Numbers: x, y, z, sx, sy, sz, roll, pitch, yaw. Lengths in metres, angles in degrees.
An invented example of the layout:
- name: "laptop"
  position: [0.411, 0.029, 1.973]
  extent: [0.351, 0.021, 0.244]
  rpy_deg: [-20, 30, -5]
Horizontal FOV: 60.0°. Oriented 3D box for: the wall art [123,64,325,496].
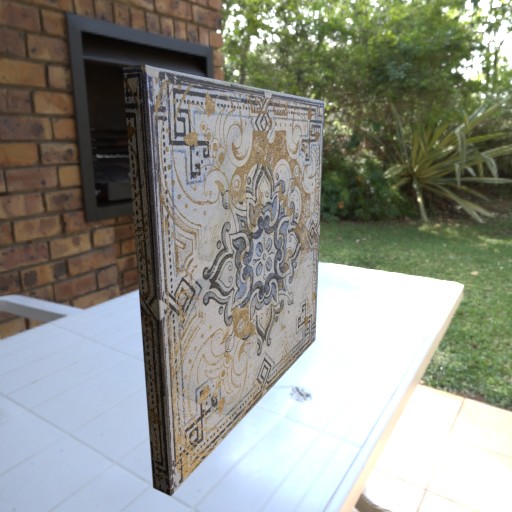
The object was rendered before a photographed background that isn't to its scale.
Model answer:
- name: "wall art"
  position: [0.000, 0.000, 0.858]
  extent: [0.036, 0.607, 0.609]
  rpy_deg: [8, 17, 27]
